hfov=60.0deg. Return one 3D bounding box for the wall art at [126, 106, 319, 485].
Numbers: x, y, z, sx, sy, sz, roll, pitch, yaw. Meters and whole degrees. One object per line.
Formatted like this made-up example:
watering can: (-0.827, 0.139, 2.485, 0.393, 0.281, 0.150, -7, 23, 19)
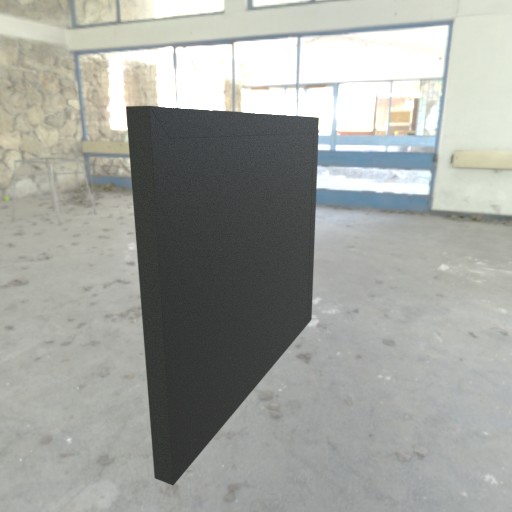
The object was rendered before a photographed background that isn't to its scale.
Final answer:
wall art: (0.000, 0.000, 0.747, 0.029, 0.457, 0.558, 7, 18, 24)
